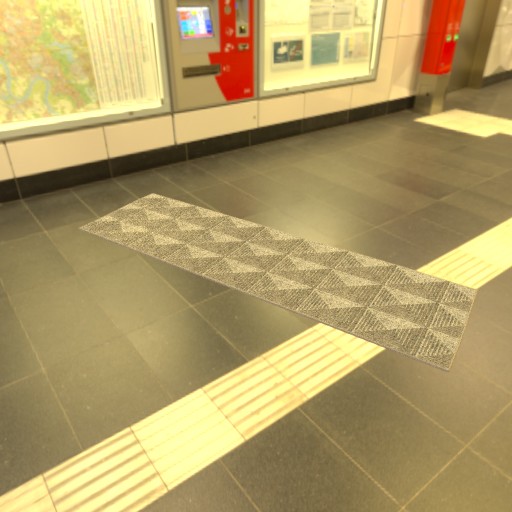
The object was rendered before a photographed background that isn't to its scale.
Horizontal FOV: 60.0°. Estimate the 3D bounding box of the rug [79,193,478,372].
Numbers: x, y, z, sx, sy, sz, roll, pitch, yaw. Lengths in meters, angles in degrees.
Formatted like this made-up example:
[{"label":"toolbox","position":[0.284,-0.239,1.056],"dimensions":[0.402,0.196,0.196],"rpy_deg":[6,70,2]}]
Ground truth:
[{"label":"rug","position":[0.000,0.000,2.430],"dimensions":[2.182,0.015,0.645],"rpy_deg":[19,36,28]}]
